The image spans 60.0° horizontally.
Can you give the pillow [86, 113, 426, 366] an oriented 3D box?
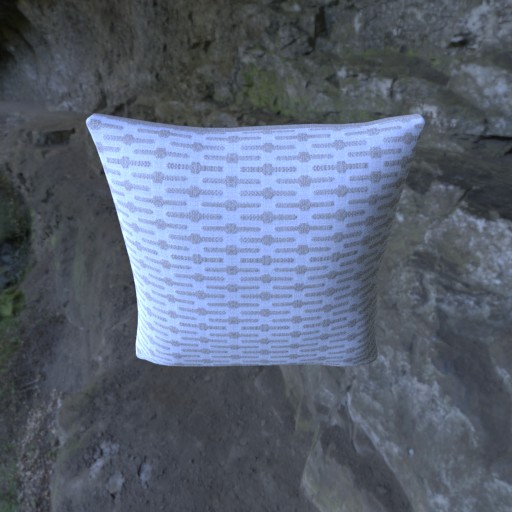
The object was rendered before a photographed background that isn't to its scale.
[{"bbox_3d":[0.000,0.000,0.781,0.496,0.491,0.219,0,30,0],"label":"pillow"}]
